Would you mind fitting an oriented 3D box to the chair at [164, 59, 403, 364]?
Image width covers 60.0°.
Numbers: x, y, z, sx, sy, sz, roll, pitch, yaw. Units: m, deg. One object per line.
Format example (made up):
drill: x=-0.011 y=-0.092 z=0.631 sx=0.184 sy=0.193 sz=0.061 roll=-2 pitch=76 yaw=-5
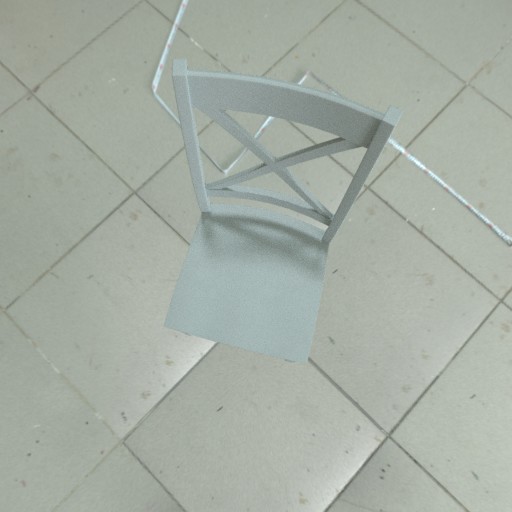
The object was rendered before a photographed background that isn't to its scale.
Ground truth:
chair: x=0.000 y=0.000 z=1.325 sx=0.485 sy=0.983 sz=0.542 roll=14 pitch=76 yaw=3
